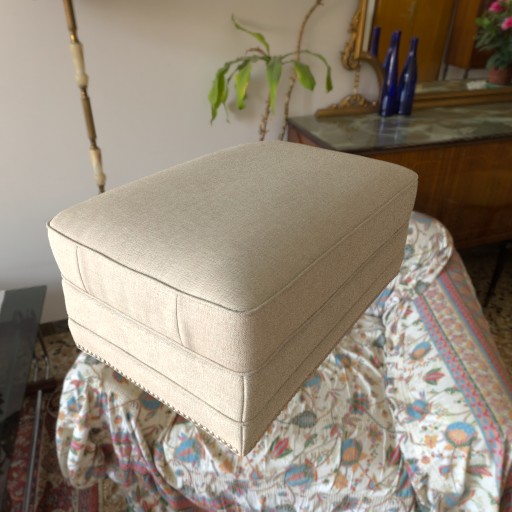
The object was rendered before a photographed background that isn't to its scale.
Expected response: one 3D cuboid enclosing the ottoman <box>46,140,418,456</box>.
[{"bbox_3d":[0.000,0.000,1.144,0.559,0.458,0.813,20,36,30],"label":"ottoman"}]
